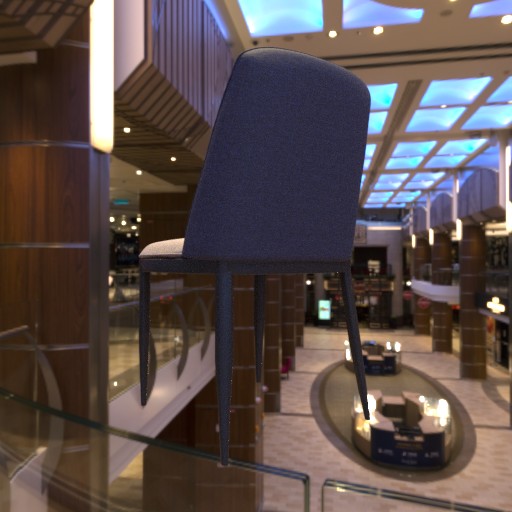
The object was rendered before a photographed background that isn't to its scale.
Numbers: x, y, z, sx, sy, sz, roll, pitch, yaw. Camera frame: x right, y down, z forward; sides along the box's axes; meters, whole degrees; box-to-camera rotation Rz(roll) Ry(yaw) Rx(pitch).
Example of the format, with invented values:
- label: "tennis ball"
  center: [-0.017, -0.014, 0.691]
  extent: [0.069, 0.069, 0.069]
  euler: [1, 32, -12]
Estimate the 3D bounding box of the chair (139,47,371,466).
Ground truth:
- label: "chair"
  center: [0.000, 0.000, 1.160]
  extent: [0.480, 0.839, 0.551]
  euler: [0, -1, -36]
